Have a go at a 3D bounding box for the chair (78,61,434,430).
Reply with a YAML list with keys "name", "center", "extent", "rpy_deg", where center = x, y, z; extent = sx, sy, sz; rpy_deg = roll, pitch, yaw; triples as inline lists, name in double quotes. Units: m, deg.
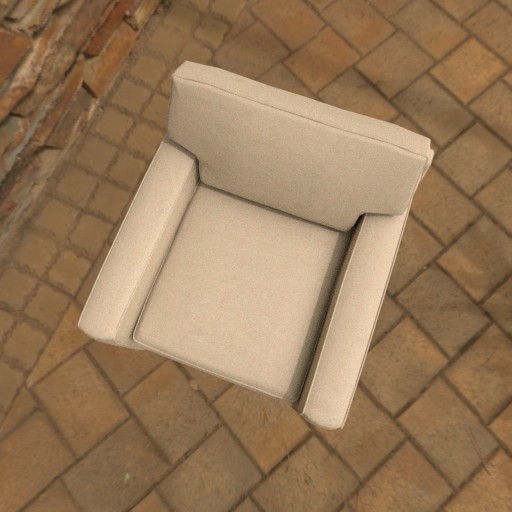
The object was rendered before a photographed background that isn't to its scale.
- name: "chair"
  center: [0.000, 0.000, 1.778]
  extent: [0.998, 0.913, 1.043]
  rpy_deg: [20, 76, 5]
